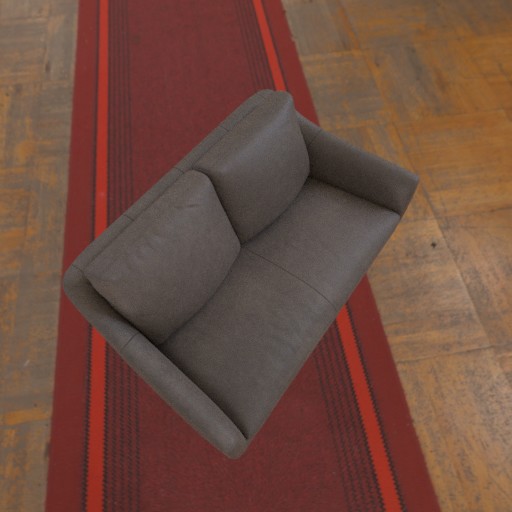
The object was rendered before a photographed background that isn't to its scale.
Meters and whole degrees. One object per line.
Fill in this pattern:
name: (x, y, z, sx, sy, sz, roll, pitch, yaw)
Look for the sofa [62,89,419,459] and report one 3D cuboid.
sofa: (0.000, 0.000, 2.205, 0.960, 0.902, 1.619, 32, 64, 17)
